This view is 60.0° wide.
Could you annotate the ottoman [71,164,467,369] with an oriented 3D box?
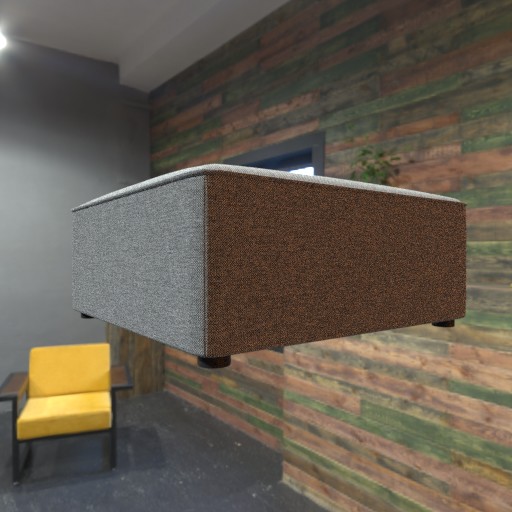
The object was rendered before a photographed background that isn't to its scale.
[{"bbox_3d":[0.000,0.000,1.543,1.005,0.455,1.005,0,0,-36],"label":"ottoman"}]
